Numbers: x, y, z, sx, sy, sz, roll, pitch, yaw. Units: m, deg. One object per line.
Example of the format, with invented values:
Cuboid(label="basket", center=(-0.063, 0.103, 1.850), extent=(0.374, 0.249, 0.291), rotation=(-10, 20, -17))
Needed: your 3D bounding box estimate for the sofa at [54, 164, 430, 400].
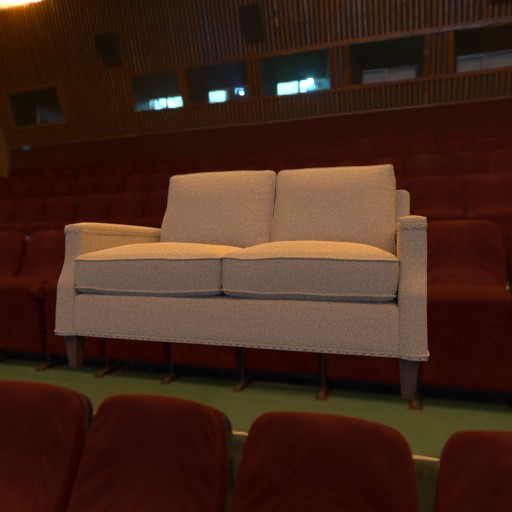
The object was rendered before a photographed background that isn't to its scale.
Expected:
Cuboid(label="sofa", center=(0.000, 0.000, 2.258), extent=(1.597, 1.003, 1.084), rotation=(0, 1, 18))
